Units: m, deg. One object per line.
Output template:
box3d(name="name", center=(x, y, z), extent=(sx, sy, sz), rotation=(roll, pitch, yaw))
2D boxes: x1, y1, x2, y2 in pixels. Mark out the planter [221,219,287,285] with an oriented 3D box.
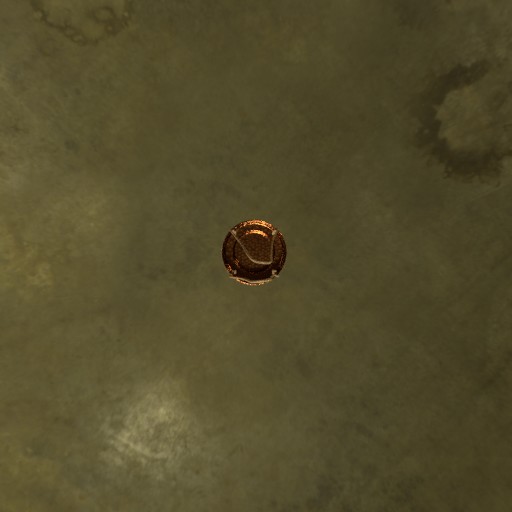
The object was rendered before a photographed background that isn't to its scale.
box3d(name="planter", center=(0.000, 0.000, 1.108), extent=(0.223, 1.030, 0.223), rotation=(0, 92, -1))
